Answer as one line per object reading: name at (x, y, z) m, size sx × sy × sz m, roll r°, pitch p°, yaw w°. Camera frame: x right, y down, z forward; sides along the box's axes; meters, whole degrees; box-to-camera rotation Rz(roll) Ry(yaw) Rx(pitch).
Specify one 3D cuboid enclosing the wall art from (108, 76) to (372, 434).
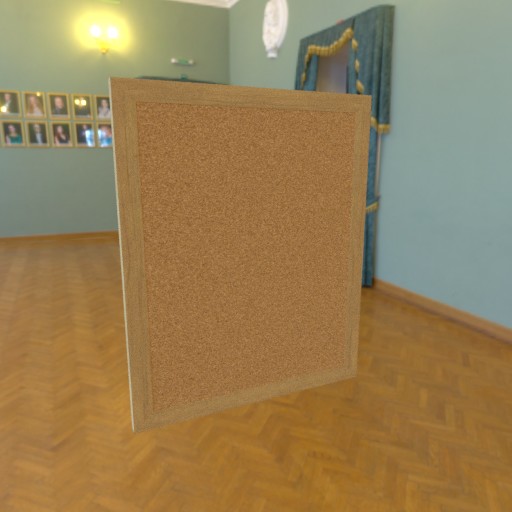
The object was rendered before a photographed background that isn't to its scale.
wall art at (0.000, 0.000, 0.784) m, size 0.460 × 0.561 × 0.020 m, roll -6°, pitch 14°, yaw -25°
